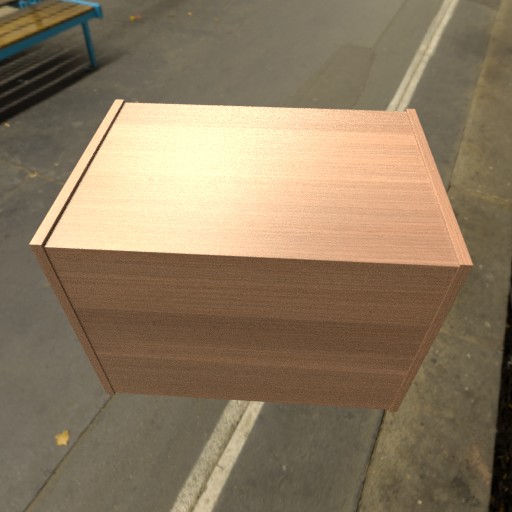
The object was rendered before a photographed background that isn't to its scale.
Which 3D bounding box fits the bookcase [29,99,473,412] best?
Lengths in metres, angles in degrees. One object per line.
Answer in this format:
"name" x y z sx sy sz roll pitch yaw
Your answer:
"bookcase" 0.000 0.000 0.622 0.415 0.305 0.290 3 46 3
